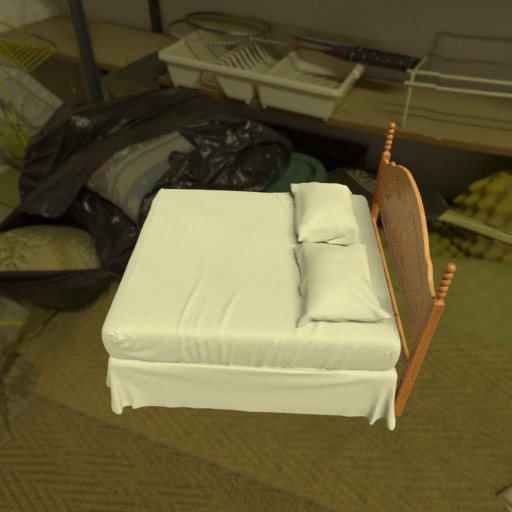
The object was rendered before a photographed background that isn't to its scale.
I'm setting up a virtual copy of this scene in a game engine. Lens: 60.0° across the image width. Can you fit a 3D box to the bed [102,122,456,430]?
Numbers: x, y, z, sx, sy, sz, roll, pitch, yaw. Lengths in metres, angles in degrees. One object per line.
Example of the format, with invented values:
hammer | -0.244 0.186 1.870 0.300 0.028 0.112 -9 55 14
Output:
bed | 0.000 0.000 3.204 2.040 1.356 1.873 2 41 2
